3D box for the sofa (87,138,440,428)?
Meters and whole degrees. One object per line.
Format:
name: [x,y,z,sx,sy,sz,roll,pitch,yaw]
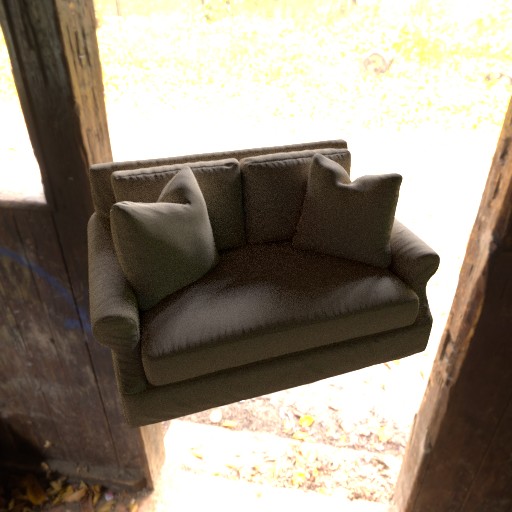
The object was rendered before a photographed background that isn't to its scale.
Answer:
sofa: [0.000,0.000,2.183,1.550,0.905,1.070,-10,33,-16]
